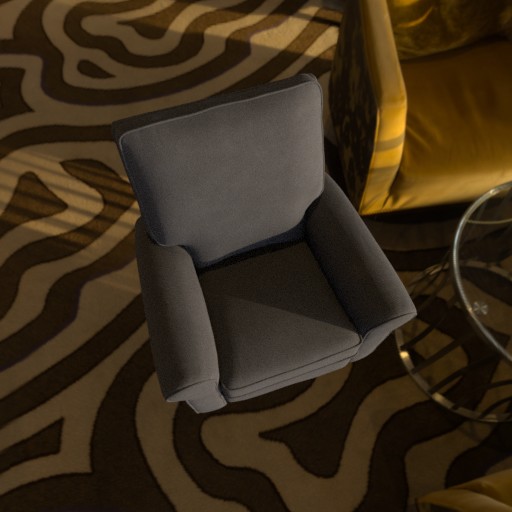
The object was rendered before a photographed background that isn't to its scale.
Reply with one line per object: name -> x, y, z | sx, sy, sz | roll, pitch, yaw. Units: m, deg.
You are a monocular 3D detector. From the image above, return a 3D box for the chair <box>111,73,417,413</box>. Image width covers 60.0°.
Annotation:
chair -> 0.000, 0.000, 1.656 | 0.890, 0.961, 0.878 | -17, 65, -8
